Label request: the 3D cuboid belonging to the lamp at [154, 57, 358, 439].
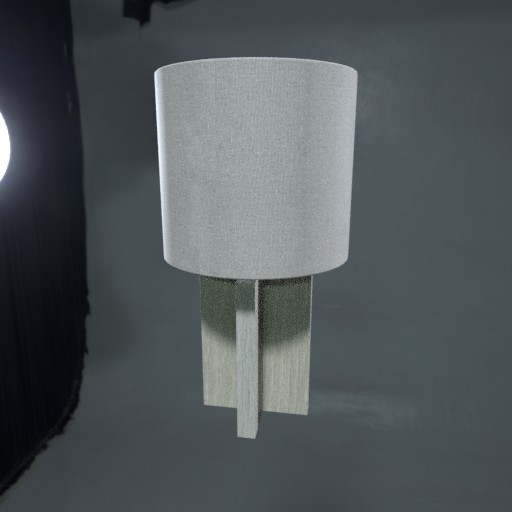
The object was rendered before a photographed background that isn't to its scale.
[{"bbox_3d":[0.000,0.000,0.562,0.229,0.428,0.229,2,15,9],"label":"lamp"}]
